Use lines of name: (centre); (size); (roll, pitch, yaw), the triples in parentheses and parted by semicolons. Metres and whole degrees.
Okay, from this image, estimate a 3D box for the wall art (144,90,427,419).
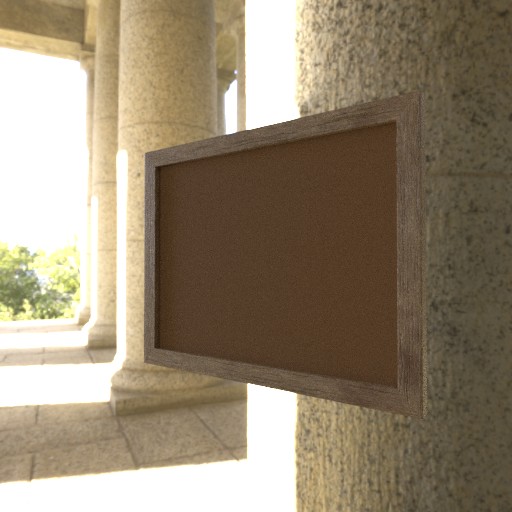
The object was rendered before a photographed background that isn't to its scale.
wall art: (0.000, 0.000, 0.936); (0.690, 0.535, 0.026); (-1, -1, 36)
